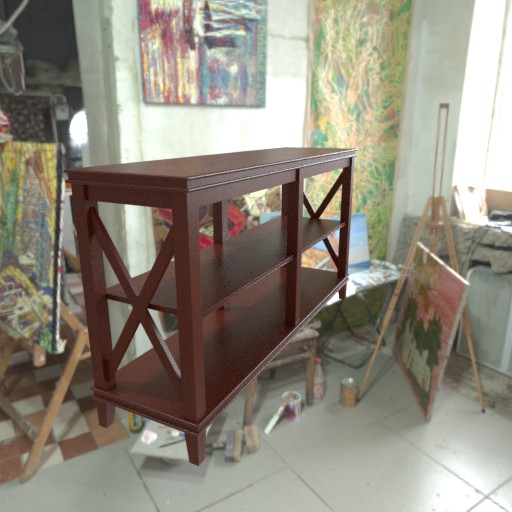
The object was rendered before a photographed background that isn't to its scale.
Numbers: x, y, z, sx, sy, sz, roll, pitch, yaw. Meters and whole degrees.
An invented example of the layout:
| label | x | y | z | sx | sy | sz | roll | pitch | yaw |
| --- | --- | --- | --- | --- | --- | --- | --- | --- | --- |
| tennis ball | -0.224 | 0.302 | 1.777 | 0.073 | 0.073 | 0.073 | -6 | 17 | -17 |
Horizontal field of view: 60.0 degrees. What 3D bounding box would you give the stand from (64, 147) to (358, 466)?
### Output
| label | x | y | z | sx | sy | sz | roll | pitch | yaw |
| --- | --- | --- | --- | --- | --- | --- | --- | --- | --- |
| stand | 0.000 | 0.000 | 1.725 | 0.381 | 0.762 | 1.372 | 8 | 18 | 26 |
